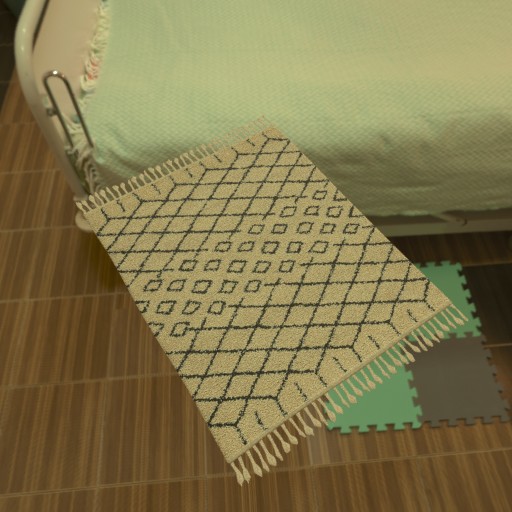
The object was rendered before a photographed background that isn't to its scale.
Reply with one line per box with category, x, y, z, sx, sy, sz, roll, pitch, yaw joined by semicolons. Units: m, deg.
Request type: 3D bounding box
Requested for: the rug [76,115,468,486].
rug;0.000;0.000;4.259;2.388;0.030;3.213;-30;63;-17
